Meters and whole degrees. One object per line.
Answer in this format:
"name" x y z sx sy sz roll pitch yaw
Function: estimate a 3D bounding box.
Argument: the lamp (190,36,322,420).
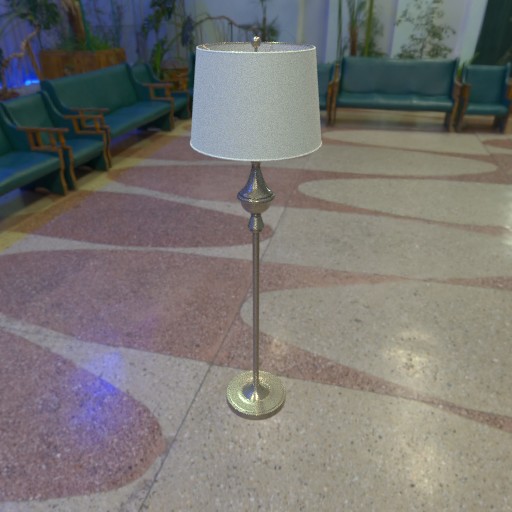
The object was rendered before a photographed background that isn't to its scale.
"lamp" 0.000 0.000 1.674 0.431 1.488 0.431 0 30 0
